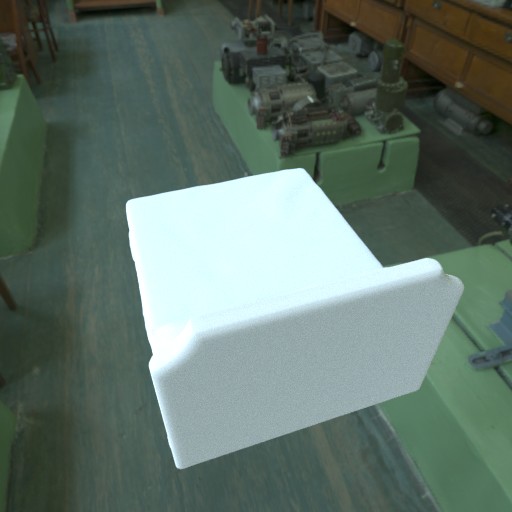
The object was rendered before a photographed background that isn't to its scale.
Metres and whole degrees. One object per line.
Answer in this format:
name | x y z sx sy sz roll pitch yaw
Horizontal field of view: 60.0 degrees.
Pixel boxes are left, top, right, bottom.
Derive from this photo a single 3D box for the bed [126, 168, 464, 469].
bed | 0.000 0.000 3.875 2.134 1.524 2.548 -13 44 -14
